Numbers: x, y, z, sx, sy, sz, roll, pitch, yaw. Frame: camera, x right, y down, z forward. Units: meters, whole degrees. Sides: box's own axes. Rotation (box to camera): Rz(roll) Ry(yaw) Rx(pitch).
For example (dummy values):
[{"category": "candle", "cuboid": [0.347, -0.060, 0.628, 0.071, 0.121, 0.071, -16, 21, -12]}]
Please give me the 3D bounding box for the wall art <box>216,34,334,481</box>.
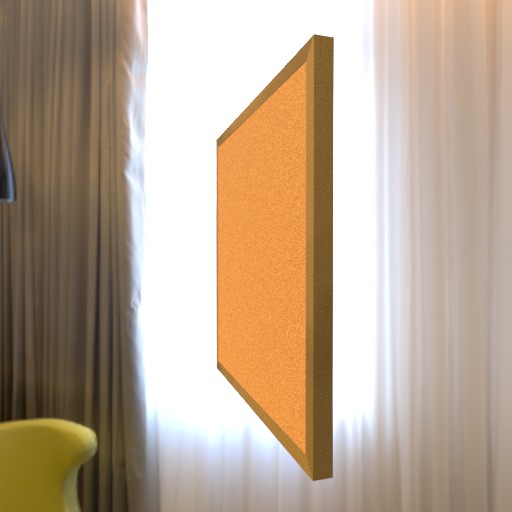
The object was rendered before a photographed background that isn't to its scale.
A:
[{"category": "wall art", "cuboid": [0.000, 0.000, 1.124, 0.038, 0.762, 0.762, 0, 1, -18]}]
